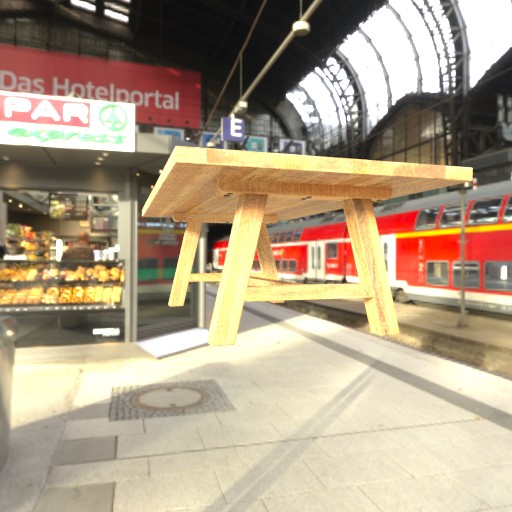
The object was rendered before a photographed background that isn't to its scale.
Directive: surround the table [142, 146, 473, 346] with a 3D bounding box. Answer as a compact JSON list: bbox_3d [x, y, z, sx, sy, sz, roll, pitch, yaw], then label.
[{"bbox_3d":[0.000,0.000,1.660,0.760,0.455,1.320,0,0,-17],"label":"table"}]
